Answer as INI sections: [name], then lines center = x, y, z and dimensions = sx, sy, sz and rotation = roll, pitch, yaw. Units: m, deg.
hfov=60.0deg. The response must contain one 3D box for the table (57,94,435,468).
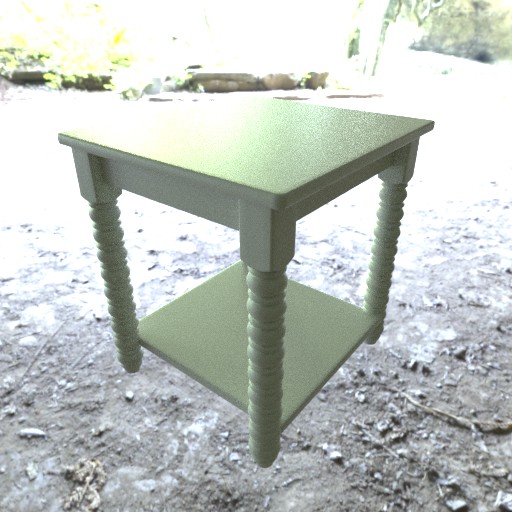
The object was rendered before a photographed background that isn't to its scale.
[table]
center = 0.000, 0.000, 0.975
dimensions = 0.500, 0.563, 0.533
rotation = 21, 35, 33
